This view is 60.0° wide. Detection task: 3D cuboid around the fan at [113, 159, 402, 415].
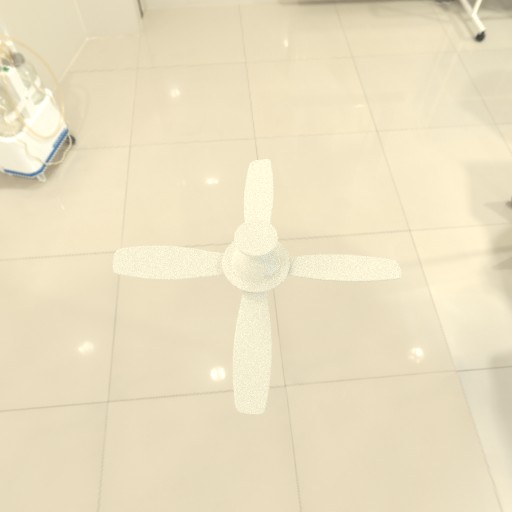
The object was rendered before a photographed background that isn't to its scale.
[{"bbox_3d":[0.000,0.000,2.527,1.693,0.382,1.694,2,58,1],"label":"fan"}]
